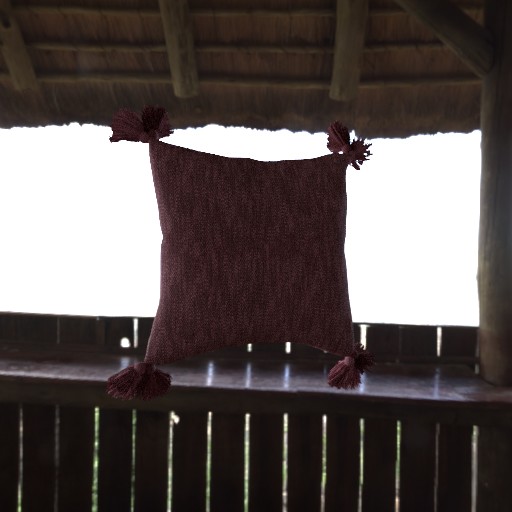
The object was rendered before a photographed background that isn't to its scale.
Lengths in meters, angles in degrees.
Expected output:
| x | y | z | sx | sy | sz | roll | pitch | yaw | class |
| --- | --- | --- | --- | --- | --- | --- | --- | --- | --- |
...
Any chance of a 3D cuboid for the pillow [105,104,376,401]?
| x | y | z | sx | sy | sz | roll | pitch | yaw | class |
| --- | --- | --- | --- | --- | --- | --- | --- | --- | --- |
| 0.000 | 0.000 | 0.989 | 0.641 | 0.659 | 0.138 | 0 | 0 | -17 | pillow |
